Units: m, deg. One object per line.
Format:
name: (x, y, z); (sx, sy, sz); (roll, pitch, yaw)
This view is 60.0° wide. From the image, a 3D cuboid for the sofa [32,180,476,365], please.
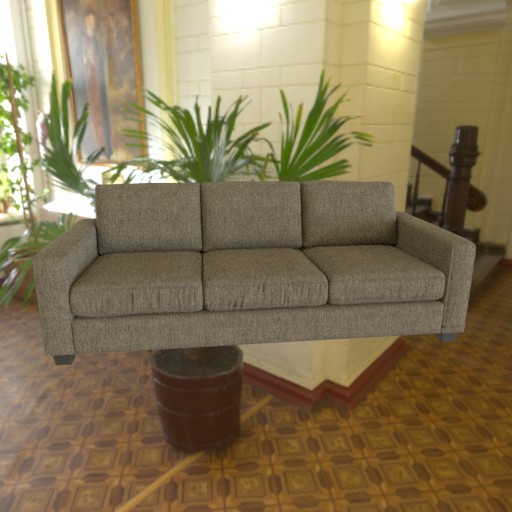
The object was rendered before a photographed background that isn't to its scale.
sofa: (0.000, 0.000, 2.575); (2.160, 0.800, 0.900); (-2, 17, -7)
